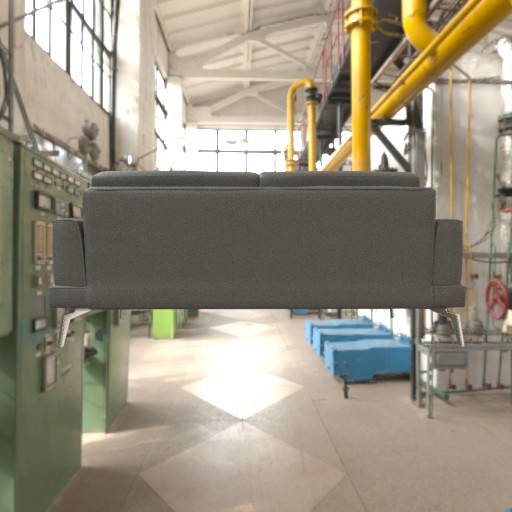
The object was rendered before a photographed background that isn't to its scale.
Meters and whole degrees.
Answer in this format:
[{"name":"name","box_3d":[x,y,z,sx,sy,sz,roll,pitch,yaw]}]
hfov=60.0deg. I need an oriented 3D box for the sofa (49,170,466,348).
[{"name":"sofa","box_3d":[0.000,0.000,2.775,2.177,0.930,1.121,0,0,-1]}]
